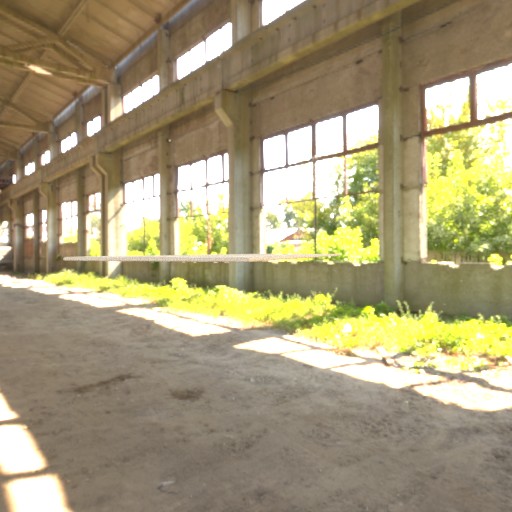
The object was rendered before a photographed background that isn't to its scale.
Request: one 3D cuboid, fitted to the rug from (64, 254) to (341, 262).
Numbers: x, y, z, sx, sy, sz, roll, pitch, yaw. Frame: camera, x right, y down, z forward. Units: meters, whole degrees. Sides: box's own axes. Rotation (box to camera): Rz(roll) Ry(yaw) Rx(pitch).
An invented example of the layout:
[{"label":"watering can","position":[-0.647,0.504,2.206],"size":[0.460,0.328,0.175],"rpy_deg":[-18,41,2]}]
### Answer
[{"label":"rug","position":[0.000,0.000,2.508],"size":[0.678,0.014,2.276],"rpy_deg":[0,1,18]}]
